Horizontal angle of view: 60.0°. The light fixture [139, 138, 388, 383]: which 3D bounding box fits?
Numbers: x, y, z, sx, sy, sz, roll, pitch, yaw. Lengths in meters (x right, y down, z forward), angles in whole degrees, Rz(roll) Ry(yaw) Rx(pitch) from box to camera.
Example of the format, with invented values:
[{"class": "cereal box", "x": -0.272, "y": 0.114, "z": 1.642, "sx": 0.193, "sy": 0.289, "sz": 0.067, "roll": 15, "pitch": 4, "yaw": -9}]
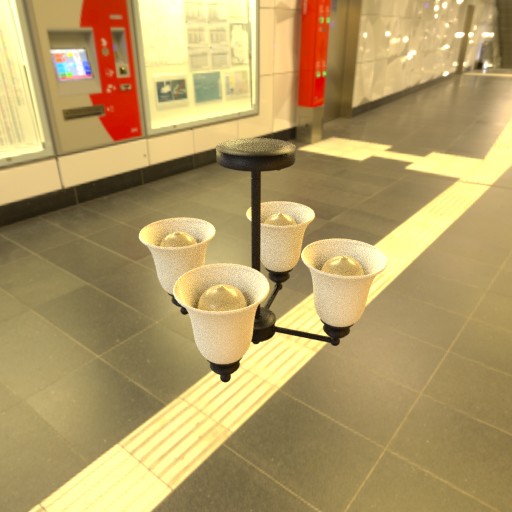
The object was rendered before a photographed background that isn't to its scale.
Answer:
[{"class": "light fixture", "x": 0.000, "y": 0.000, "z": 1.881, "sx": 1.069, "sy": 0.925, "sz": 1.069, "roll": 9, "pitch": 28, "yaw": 17}]
